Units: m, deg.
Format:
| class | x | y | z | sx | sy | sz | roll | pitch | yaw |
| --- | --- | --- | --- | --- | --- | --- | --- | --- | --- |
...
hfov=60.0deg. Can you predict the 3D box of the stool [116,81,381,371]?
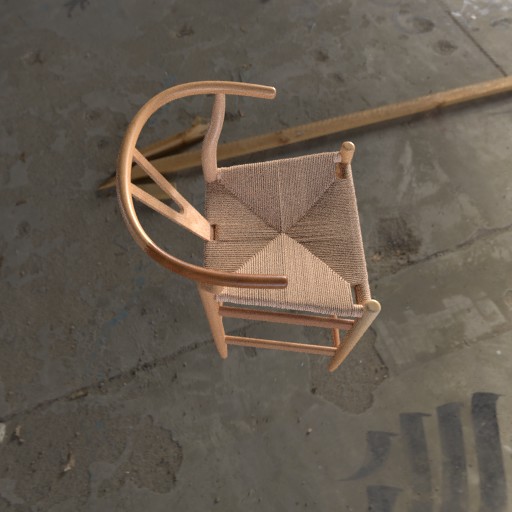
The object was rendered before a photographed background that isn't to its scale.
| class | x | y | z | sx | sy | sz | roll | pitch | yaw |
| --- | --- | --- | --- | --- | --- | --- | --- | --- | --- |
| stool | 0.000 | 0.000 | 1.324 | 0.575 | 0.923 | 0.536 | -1 | 63 | -1 |
